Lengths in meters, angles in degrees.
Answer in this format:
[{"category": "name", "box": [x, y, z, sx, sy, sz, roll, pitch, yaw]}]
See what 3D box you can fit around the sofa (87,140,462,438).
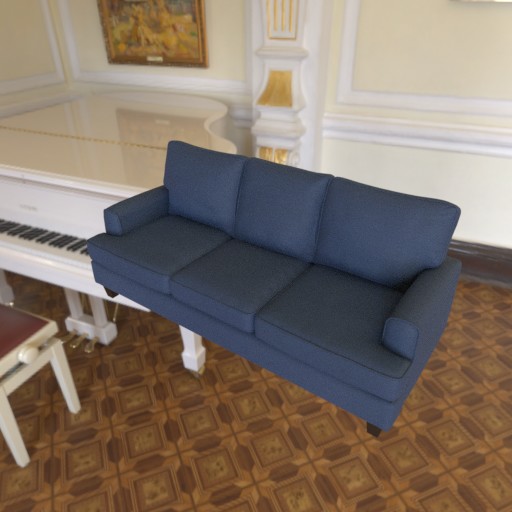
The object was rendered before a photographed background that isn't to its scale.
[{"category": "sofa", "box": [0.000, 0.000, 2.693, 2.158, 0.965, 0.951, 20, 36, 30]}]
